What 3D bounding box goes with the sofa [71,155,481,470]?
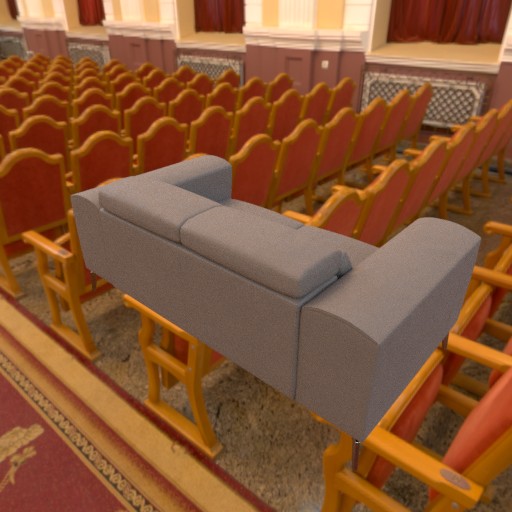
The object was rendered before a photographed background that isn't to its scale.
[{"bbox_3d":[0.000,0.000,2.331,1.895,0.779,1.003,23,37,35],"label":"sofa"}]
